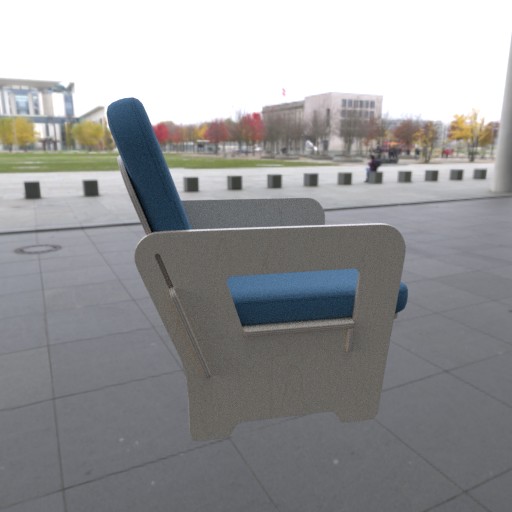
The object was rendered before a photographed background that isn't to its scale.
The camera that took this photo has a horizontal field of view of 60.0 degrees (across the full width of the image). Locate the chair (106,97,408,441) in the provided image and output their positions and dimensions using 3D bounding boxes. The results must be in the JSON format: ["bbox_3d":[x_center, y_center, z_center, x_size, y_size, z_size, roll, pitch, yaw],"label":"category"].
[{"bbox_3d":[0.000,0.000,1.160,0.657,0.747,0.547,-3,14,-11],"label":"chair"}]
